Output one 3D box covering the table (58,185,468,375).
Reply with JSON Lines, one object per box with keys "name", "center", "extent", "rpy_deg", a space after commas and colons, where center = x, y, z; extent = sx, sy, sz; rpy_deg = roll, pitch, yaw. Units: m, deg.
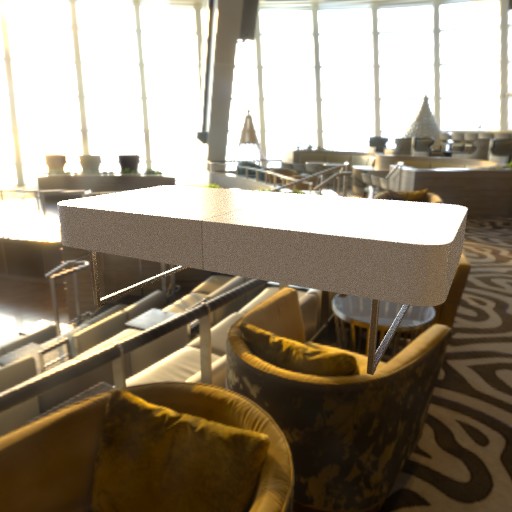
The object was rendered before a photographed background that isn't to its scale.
{"name": "table", "center": [0.000, 0.000, 1.457], "extent": [1.200, 0.340, 0.600], "rpy_deg": [8, 18, 27]}
